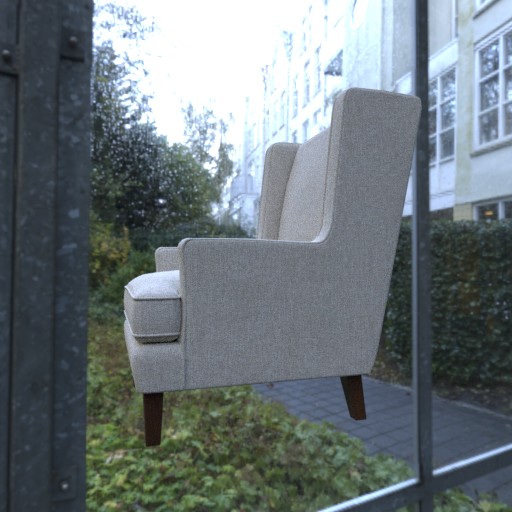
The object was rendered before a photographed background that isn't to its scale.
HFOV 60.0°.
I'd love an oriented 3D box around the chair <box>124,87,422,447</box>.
[{"bbox_3d":[0.000,0.000,1.698,0.948,1.082,0.764,0,-1,-18],"label":"chair"}]
